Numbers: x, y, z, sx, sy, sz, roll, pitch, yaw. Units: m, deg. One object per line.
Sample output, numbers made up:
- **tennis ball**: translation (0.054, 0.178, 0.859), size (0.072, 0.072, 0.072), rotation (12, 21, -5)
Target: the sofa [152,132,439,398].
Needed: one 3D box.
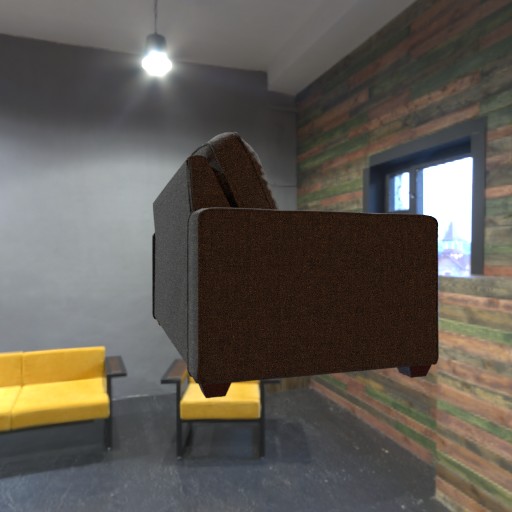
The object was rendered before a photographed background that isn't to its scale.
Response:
- **sofa**: translation (0.000, 0.000, 2.324), size (0.947, 0.918, 1.709), rotation (0, 0, -18)
